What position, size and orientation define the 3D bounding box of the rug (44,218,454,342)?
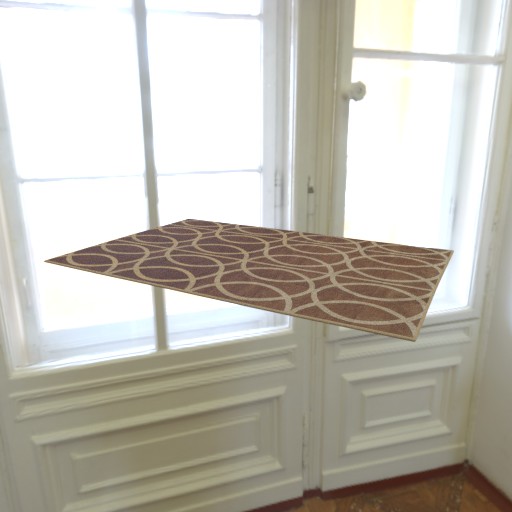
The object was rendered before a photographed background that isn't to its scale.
[{"bbox_3d":[0.000,0.000,2.954,2.294,0.014,1.528,9,19,27],"label":"rug"}]
